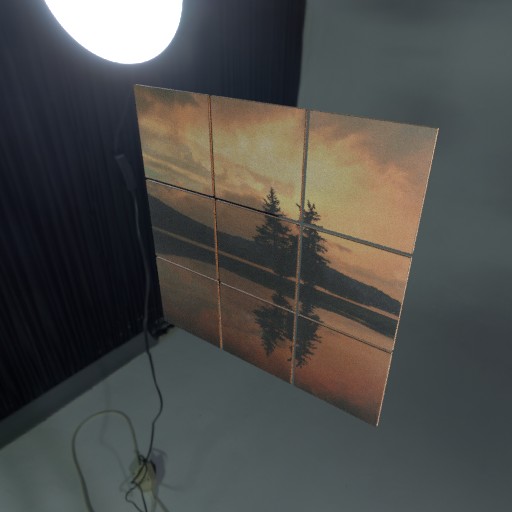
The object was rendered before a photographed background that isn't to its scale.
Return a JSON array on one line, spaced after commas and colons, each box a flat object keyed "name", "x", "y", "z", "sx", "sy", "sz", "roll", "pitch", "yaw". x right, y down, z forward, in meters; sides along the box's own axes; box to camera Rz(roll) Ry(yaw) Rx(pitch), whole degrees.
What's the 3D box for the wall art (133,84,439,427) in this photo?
[{"name": "wall art", "x": 0.000, "y": 0.000, "z": 1.820, "sx": 1.216, "sy": 1.218, "sz": 0.013, "roll": 20, "pitch": 36, "yaw": 30}]
